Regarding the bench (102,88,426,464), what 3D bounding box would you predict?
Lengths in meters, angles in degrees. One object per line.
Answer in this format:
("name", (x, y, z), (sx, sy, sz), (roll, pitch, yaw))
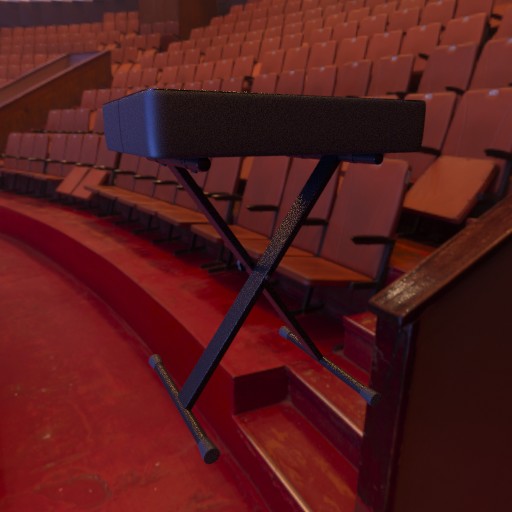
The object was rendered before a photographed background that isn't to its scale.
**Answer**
("bench", (0.000, 0.000, 0.764), (0.424, 0.500, 0.321), (-8, 17, -26))
